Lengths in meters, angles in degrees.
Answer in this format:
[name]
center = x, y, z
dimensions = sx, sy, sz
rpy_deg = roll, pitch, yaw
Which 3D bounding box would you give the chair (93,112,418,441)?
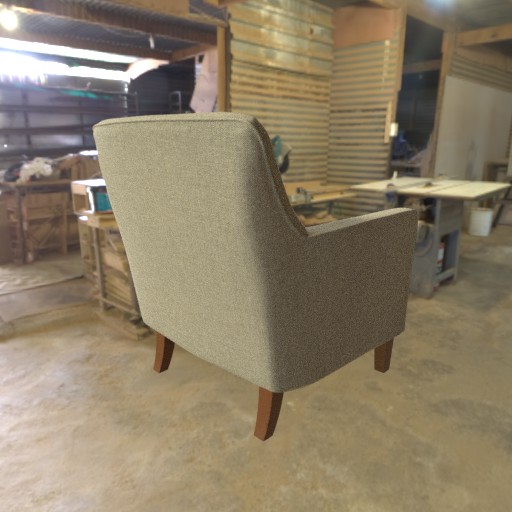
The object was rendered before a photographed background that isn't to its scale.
[chair]
center = 0.000, 0.000, 1.782
dimensions = 0.993, 1.047, 0.887
rpy_deg = -14, 20, -43
